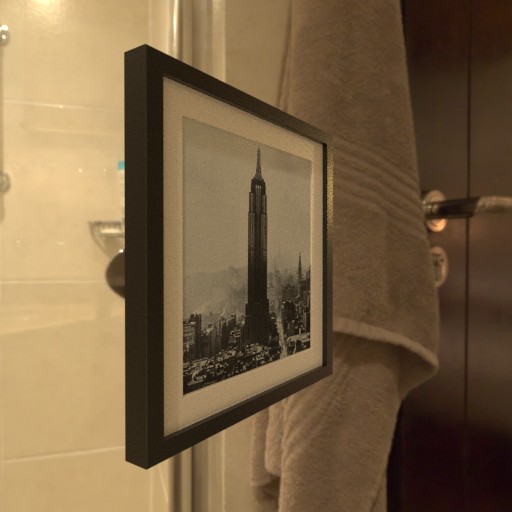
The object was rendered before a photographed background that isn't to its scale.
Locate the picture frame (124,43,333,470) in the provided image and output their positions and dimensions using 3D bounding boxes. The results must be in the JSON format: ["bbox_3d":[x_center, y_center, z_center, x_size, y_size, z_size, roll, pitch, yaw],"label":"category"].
[{"bbox_3d":[0.000,0.000,0.520,0.029,0.353,0.355,0,1,35],"label":"picture frame"}]
